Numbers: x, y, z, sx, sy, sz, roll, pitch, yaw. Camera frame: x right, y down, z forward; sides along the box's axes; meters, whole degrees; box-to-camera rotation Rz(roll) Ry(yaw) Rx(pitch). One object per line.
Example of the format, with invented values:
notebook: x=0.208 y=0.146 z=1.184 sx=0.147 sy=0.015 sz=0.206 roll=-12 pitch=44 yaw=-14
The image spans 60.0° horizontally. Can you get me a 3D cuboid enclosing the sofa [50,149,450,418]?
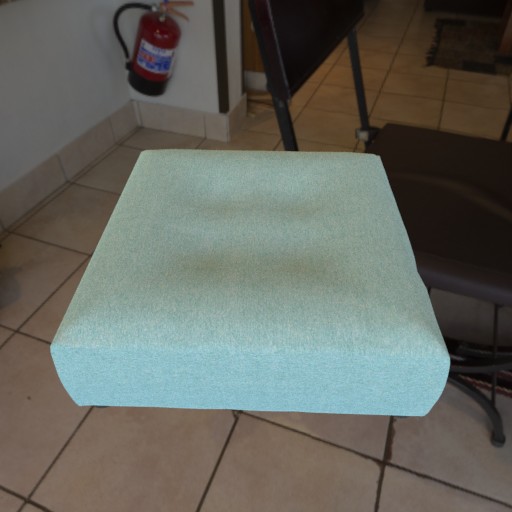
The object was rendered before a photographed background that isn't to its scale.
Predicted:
sofa: x=0.000 y=0.000 z=1.418 sx=0.930 sy=0.330 sz=0.930 roll=1 pitch=42 yaw=2
